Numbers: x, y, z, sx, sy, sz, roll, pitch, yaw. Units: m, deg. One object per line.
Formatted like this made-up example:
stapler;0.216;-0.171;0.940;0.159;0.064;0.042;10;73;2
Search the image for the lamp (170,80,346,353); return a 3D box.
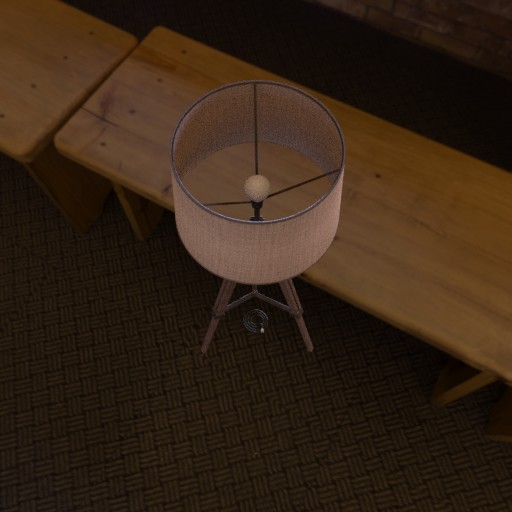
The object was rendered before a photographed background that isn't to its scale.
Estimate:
lamp;0.000;0.000;1.771;0.604;1.510;0.587;-2;66;-1
